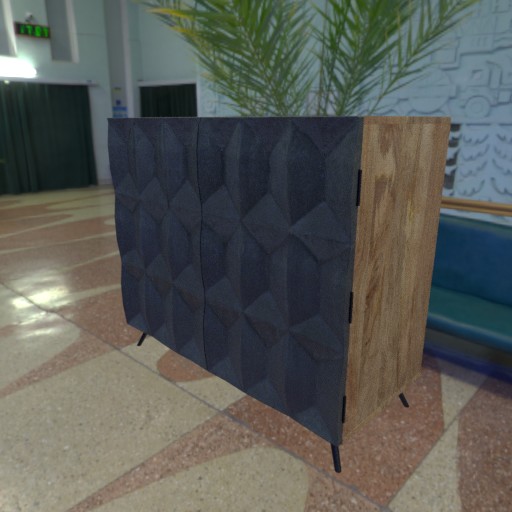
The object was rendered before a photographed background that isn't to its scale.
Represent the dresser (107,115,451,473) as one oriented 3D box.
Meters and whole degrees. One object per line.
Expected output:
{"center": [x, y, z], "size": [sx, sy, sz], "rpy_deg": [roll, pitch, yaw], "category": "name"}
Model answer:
{"center": [0.000, 0.000, 1.419], "size": [0.967, 0.847, 0.446], "rpy_deg": [16, 23, 42], "category": "dresser"}
